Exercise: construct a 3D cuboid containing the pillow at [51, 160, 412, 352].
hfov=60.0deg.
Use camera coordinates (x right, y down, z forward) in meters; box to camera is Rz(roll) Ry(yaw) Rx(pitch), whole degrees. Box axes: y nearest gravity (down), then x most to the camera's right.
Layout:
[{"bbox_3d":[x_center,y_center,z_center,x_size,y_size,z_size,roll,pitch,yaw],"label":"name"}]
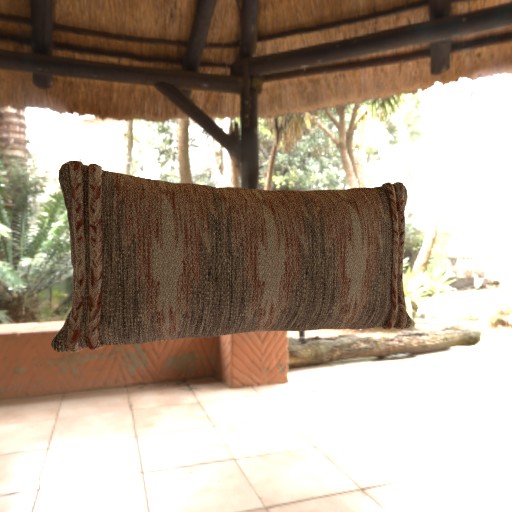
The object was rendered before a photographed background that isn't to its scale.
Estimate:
[{"bbox_3d":[0.000,0.000,0.753,0.635,0.282,0.139,0,0,-20],"label":"pillow"}]
